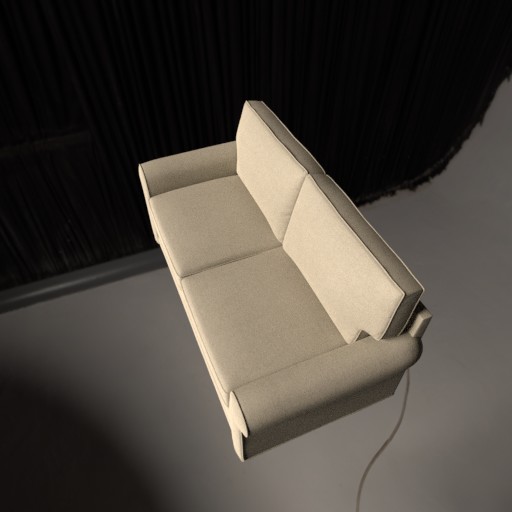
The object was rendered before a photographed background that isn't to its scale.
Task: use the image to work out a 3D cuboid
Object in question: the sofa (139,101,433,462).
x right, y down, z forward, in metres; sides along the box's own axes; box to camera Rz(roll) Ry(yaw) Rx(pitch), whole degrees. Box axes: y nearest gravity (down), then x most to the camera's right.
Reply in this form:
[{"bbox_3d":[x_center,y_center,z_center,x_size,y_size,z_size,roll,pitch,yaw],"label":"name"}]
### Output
[{"bbox_3d":[0.000,0.000,2.359,0.861,0.933,1.774,-17,50,-15],"label":"sofa"}]
